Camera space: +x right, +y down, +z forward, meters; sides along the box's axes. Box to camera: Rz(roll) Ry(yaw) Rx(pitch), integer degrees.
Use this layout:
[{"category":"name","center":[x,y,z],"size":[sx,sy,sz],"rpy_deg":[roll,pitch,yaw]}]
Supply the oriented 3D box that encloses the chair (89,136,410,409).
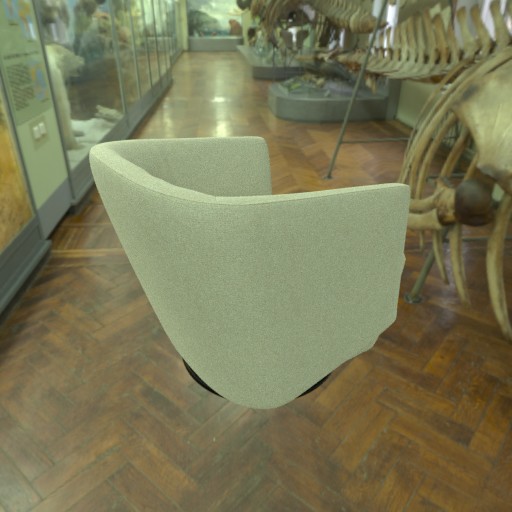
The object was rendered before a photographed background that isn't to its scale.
[{"category":"chair","center":[0.000,0.000,1.614],"size":[0.986,0.861,0.822],"rpy_deg":[-18,33,-31]}]
